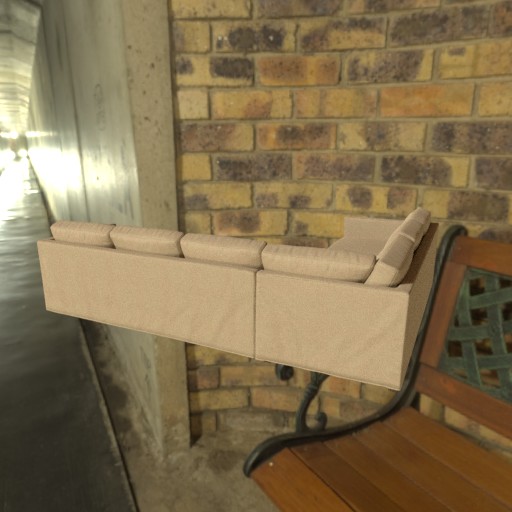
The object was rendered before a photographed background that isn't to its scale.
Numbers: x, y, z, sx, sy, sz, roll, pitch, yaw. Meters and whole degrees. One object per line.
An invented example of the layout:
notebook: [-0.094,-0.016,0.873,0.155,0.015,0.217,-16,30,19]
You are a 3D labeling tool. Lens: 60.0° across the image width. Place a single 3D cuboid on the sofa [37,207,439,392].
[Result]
sofa: [0.000,0.000,4.392,3.182,0.871,2.432,7,17,25]
